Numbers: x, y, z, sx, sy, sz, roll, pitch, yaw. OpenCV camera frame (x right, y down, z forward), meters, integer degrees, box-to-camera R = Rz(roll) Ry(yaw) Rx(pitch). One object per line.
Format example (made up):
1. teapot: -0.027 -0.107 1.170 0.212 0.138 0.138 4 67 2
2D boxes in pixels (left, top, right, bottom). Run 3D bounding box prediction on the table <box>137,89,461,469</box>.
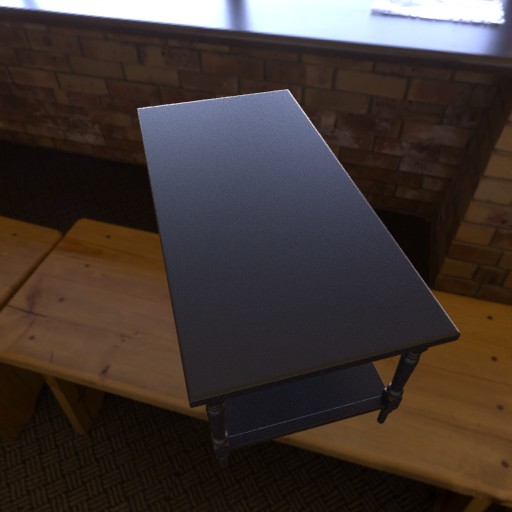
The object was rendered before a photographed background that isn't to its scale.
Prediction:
1. table: 0.000 0.000 1.389 0.550 0.510 1.107 -11 47 -11
